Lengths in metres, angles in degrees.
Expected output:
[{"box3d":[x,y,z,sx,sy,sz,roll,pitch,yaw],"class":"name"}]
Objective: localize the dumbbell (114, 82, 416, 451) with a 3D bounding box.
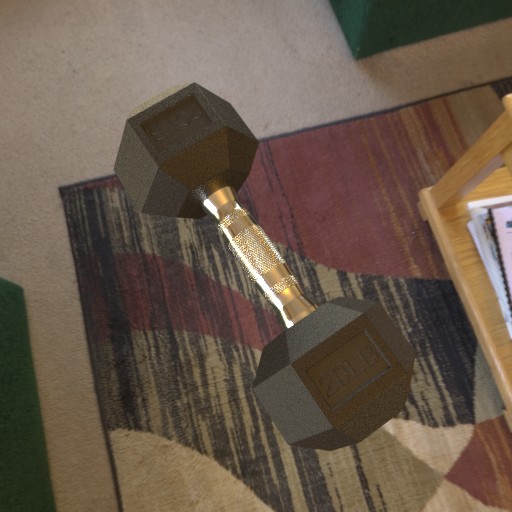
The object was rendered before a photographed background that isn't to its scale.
[{"box3d":[0.000,0.000,0.351,0.116,0.101,0.297,-33,77,-9],"class":"dumbbell"}]
